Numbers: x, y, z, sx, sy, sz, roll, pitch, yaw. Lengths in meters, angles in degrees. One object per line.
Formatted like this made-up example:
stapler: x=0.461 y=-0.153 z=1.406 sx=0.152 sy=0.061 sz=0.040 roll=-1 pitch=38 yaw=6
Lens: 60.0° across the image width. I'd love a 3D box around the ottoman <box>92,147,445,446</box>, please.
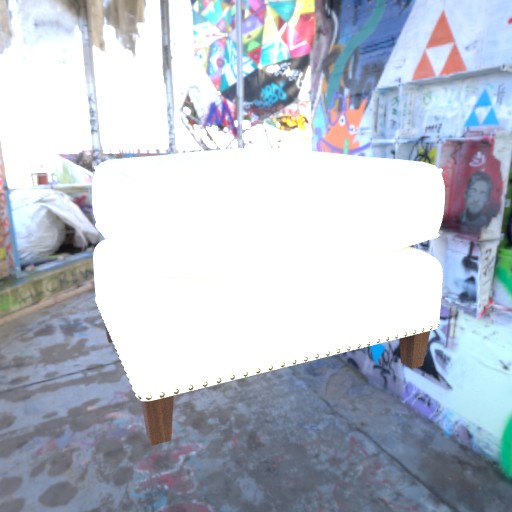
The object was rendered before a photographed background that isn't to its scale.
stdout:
ottoman: x=0.000 y=0.000 z=1.128 sx=0.738 sy=0.537 sz=0.589 roll=-7 pitch=16 yaw=-26
